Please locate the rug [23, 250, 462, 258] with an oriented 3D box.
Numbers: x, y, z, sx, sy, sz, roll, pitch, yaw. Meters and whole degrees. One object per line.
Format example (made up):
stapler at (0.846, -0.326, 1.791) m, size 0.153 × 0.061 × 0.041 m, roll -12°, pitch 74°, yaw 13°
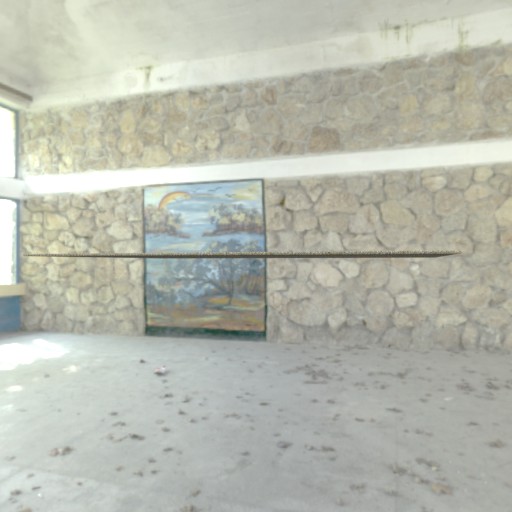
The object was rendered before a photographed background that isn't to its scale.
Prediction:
rug at (0.000, 0.000, 2.313) m, size 1.824 × 0.010 × 1.240 m, roll 0°, pitch -1°, yaw 19°
